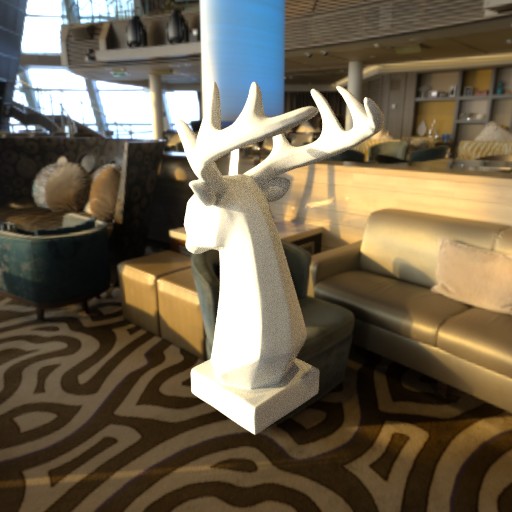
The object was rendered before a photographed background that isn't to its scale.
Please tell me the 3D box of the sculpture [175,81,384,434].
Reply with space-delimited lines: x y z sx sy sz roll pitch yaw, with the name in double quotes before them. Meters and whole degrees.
"sculpture" 0.000 0.000 0.454 0.174 0.329 0.224 -16 23 -43
